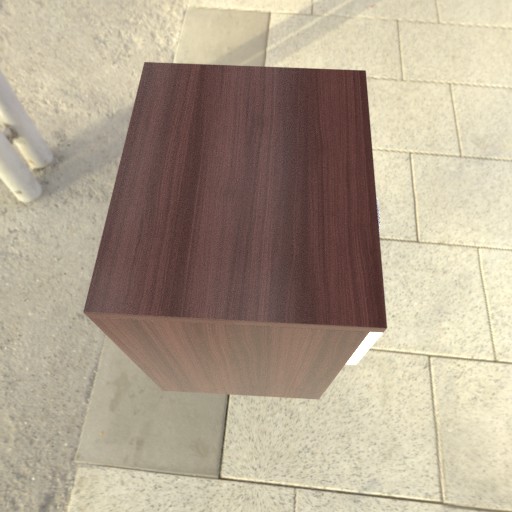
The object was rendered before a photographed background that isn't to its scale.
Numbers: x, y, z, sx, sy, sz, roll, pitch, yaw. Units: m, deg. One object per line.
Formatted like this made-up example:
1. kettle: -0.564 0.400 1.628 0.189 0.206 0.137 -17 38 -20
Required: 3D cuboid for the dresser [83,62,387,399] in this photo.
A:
1. dresser: 0.000 0.000 0.784 0.360 0.470 0.400 3 63 1
